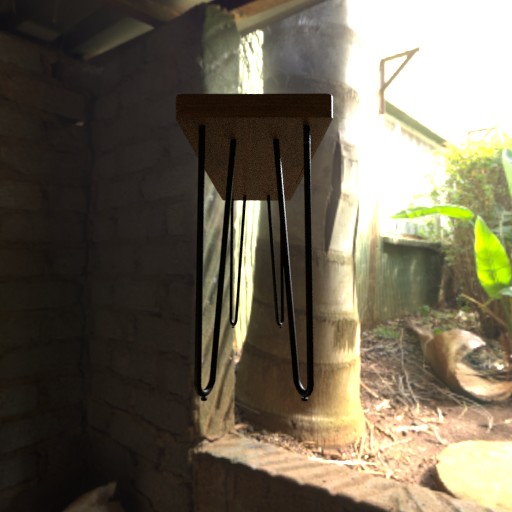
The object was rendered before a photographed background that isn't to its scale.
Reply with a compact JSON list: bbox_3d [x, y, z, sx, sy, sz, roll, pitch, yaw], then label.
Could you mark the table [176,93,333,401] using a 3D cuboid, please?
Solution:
[{"bbox_3d":[0.000,0.000,1.949,0.425,0.834,1.570,0,-1,0],"label":"table"}]
